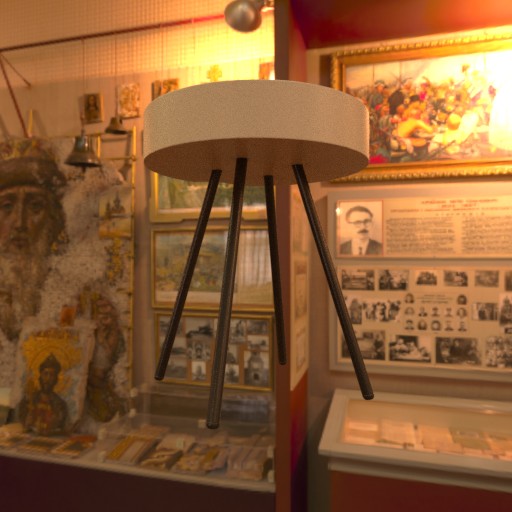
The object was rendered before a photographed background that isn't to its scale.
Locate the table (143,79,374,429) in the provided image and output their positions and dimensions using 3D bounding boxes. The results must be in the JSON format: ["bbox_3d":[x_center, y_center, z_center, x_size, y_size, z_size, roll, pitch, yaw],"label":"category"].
[{"bbox_3d":[0.000,0.000,0.875,0.450,0.525,0.450,0,0,0],"label":"table"}]
